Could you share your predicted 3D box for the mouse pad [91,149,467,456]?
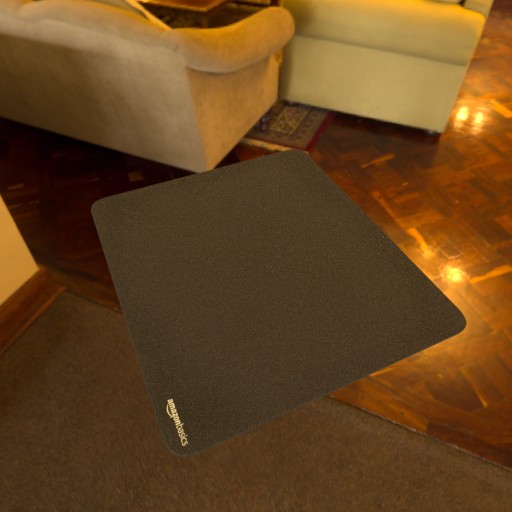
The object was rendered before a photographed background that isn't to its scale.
[{"bbox_3d":[0.000,0.000,0.637,0.393,0.002,0.451,-18,49,-17],"label":"mouse pad"}]
